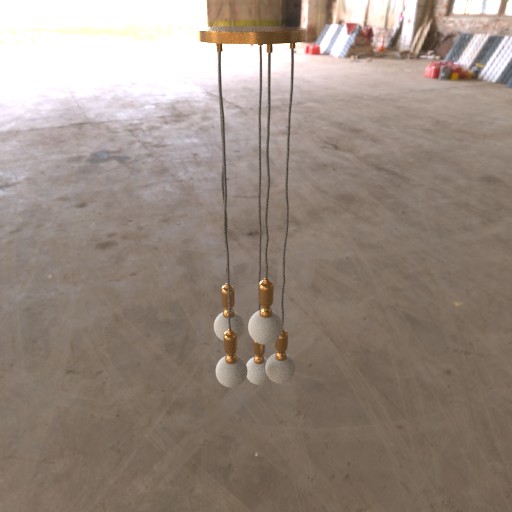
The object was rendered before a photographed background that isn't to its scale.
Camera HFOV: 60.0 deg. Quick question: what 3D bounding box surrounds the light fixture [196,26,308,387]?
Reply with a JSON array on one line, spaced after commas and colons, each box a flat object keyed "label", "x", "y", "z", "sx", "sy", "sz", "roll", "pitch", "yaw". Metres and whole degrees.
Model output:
[{"label": "light fixture", "x": 0.000, "y": 0.000, "z": 0.499, "sx": 0.105, "sy": 0.457, "sz": 0.108, "roll": -3, "pitch": 30, "yaw": -5}]
